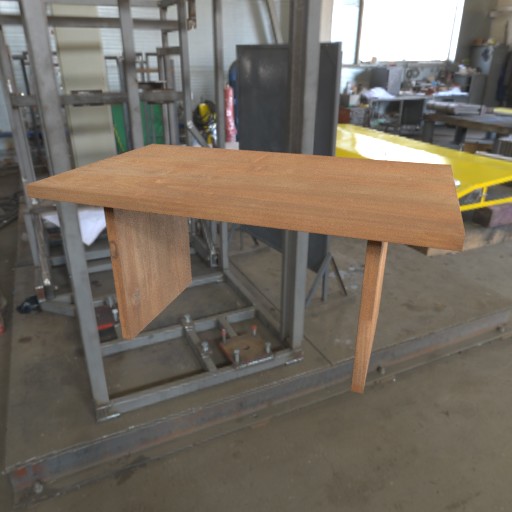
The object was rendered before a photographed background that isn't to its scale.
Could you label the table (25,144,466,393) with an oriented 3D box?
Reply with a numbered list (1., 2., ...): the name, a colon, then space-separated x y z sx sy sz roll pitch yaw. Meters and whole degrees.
1. table: 0.000 0.000 2.080 1.609 0.780 0.946 8 26 18
